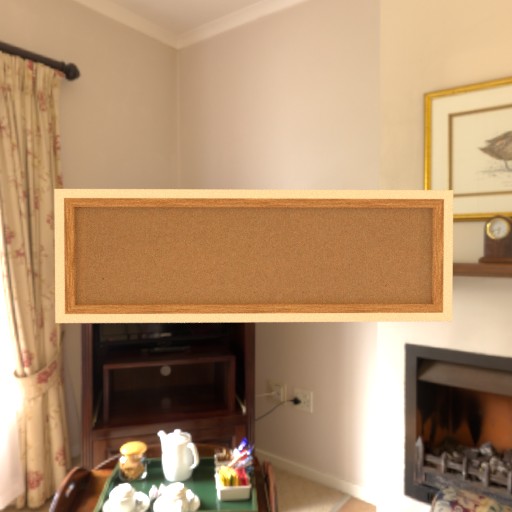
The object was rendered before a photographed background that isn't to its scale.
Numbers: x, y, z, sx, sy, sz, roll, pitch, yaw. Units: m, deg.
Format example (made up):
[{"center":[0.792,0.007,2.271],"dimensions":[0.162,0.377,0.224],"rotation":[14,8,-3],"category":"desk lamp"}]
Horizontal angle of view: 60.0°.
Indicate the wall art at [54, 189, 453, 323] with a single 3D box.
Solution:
[{"center":[0.000,0.000,1.712],"dimensions":[1.520,0.507,0.044],"rotation":[0,1,-1],"category":"wall art"}]
